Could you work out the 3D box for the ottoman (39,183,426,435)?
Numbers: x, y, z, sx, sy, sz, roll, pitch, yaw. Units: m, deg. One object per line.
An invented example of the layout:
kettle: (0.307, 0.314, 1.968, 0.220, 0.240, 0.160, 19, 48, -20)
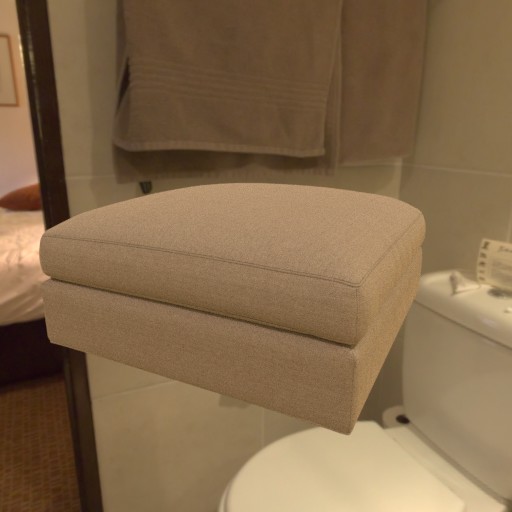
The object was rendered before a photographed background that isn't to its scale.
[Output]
ottoman: (0.000, 0.000, 1.601, 1.041, 0.470, 1.041, 8, 18, 26)
